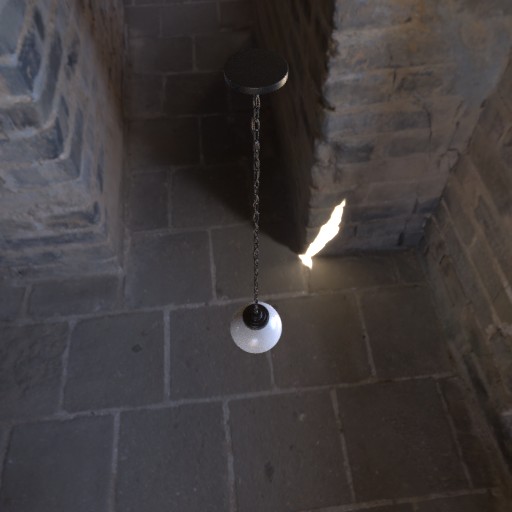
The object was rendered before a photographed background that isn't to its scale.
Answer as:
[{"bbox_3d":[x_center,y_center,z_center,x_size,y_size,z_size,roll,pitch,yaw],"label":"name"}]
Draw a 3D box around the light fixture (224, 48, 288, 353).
[{"bbox_3d":[0.000,0.000,1.965,0.304,1.867,0.305,32,63,19],"label":"light fixture"}]
